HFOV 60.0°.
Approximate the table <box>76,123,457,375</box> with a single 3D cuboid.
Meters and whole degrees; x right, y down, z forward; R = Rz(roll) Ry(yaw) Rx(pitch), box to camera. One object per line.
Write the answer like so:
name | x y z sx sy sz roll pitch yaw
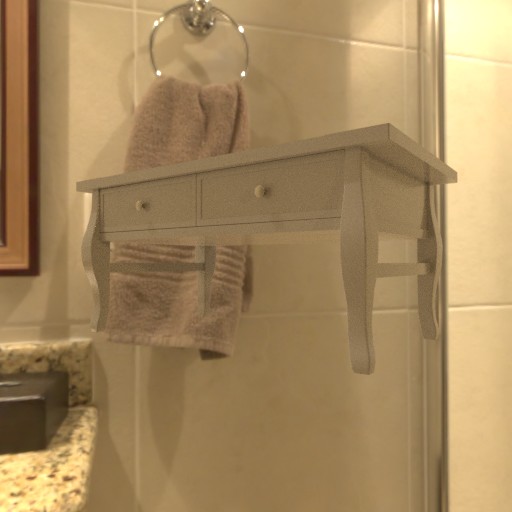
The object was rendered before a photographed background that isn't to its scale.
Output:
table | 0.000 0.000 1.396 1.062 0.495 0.600 -1 -1 36
